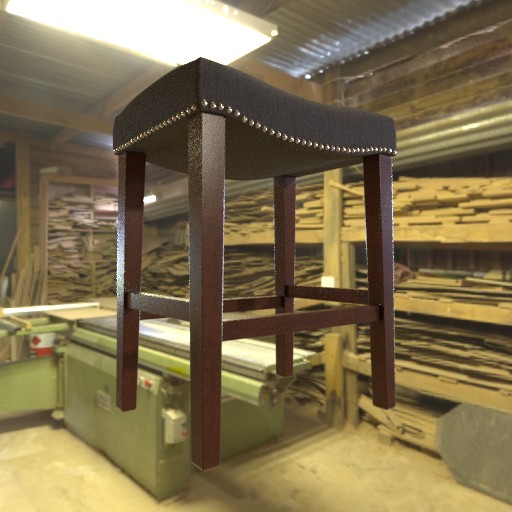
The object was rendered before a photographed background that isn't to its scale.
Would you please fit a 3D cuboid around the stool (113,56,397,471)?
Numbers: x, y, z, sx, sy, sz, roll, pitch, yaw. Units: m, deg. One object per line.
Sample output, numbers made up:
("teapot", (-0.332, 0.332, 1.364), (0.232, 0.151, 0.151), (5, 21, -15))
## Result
("stool", (0.000, 0.000, 0.955), (0.504, 0.654, 0.372), (0, -1, -37))
